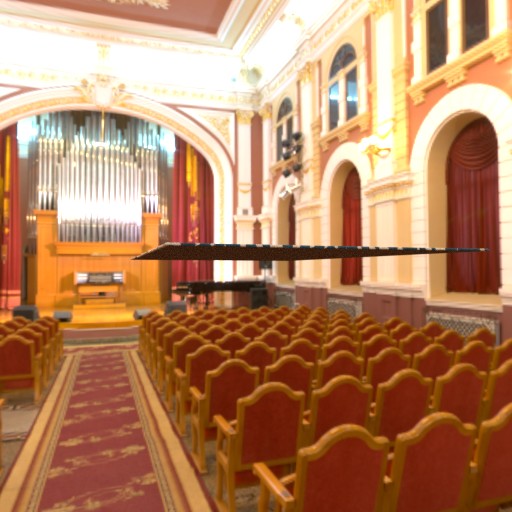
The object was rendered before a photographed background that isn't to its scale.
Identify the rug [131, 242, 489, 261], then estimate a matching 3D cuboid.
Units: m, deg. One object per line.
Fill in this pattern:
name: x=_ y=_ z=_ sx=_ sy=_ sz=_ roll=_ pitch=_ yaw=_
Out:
rug: x=0.000 y=0.000 z=3.010 sx=1.517 sy=0.011 sz=2.435 roll=1 pitch=-2 yaw=-19
